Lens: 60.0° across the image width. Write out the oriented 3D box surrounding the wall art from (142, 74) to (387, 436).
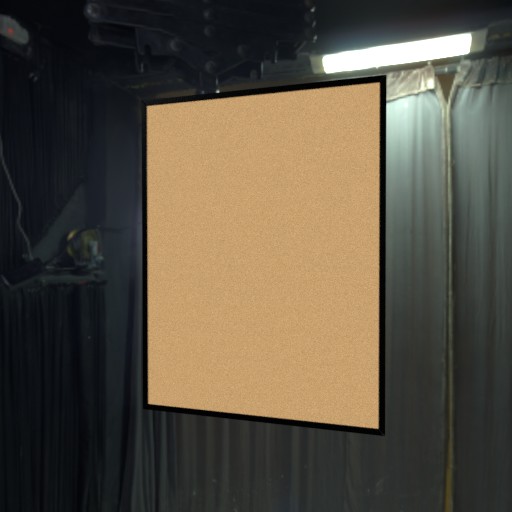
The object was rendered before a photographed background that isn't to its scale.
[{"bbox_3d":[0.000,0.000,1.431,0.805,1.062,0.040,0,1,16],"label":"wall art"}]
